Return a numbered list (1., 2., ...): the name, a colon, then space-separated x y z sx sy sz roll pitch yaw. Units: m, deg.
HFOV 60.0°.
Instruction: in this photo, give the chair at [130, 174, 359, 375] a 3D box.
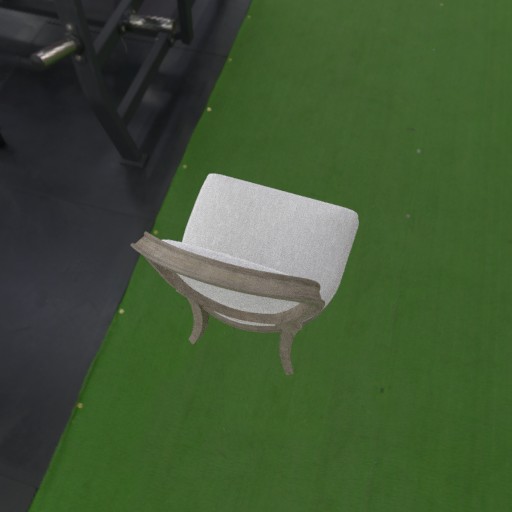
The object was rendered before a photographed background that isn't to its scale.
1. chair: 0.000 0.000 1.336 0.558 0.990 0.602 16 65 8
